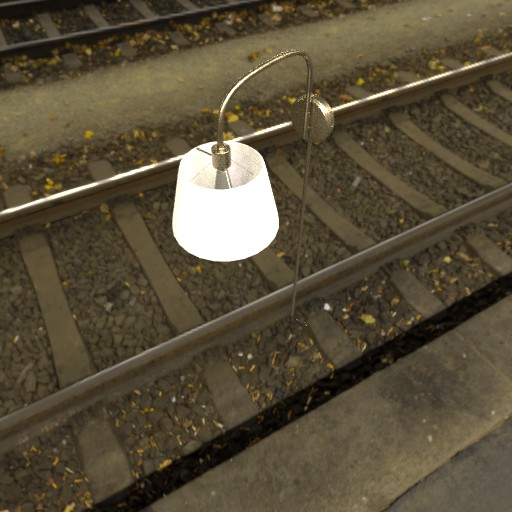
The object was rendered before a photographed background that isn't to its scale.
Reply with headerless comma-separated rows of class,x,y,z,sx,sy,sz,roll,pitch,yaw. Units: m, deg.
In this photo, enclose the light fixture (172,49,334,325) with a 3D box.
light fixture,0.000,0.000,0.466,0.092,0.399,0.176,31,54,25
